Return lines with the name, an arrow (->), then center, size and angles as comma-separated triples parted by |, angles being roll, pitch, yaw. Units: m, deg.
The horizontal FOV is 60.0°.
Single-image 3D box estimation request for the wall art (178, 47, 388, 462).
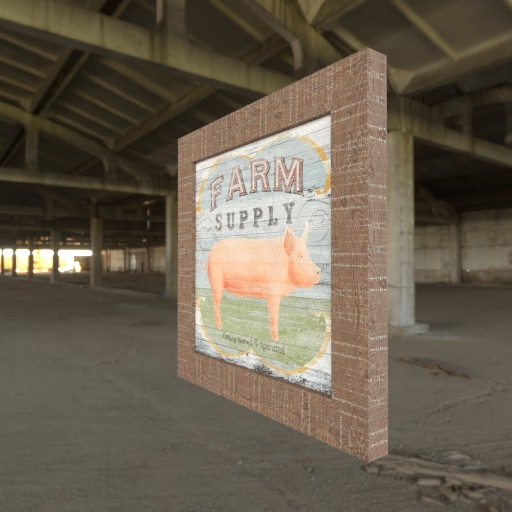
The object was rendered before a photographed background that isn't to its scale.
wall art -> 0.000, 0.000, 0.790 | 0.040, 0.531, 0.531 | 1, -1, -37
